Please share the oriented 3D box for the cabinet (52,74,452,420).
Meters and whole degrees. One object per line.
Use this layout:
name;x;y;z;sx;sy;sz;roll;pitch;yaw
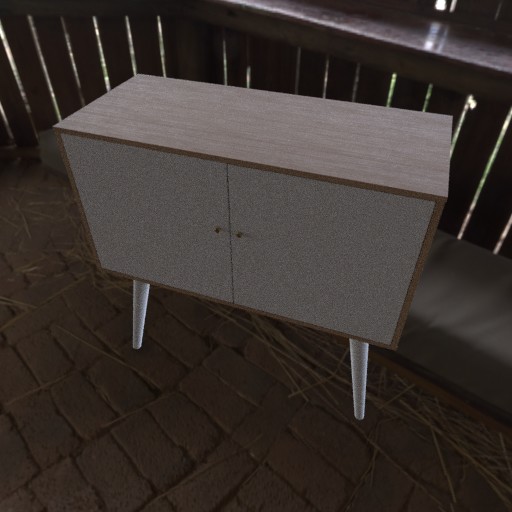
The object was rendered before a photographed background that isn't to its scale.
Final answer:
cabinet;0.000;0.000;1.602;1.057;1.016;0.470;13;43;15
